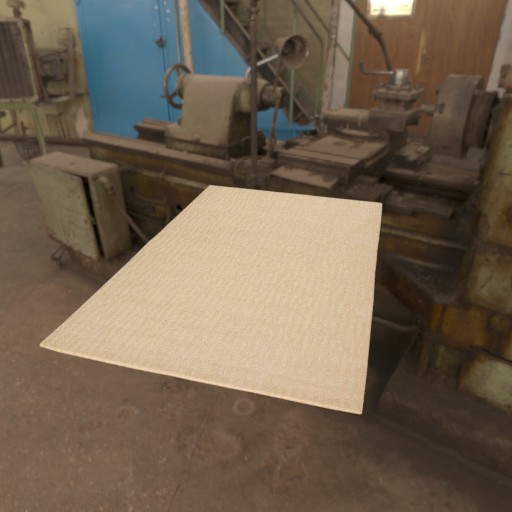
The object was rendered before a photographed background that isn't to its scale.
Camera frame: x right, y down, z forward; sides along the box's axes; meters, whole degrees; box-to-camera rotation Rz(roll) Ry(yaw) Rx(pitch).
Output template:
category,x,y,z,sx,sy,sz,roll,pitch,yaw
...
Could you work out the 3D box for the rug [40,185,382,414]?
category,x,y,z,sx,sy,sz,roll,pitch,yaw
rug,0.000,0.000,2.341,1.238,0.014,1.848,8,30,14
